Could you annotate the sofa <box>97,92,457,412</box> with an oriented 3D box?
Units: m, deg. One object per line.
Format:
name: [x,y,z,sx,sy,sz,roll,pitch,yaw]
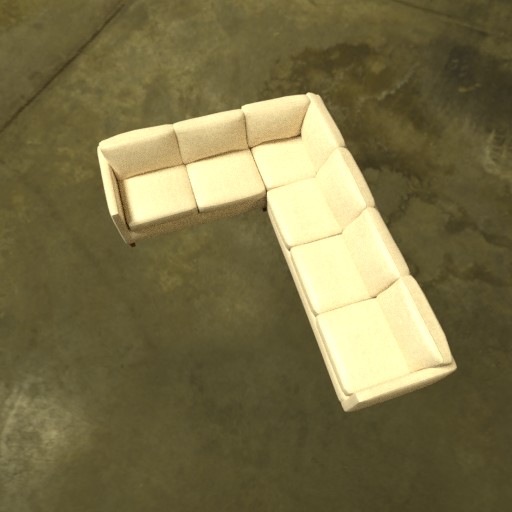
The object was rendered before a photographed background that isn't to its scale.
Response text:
sofa: [0.000,0.000,4.428,2.593,0.947,3.302,-16,65,-8]
